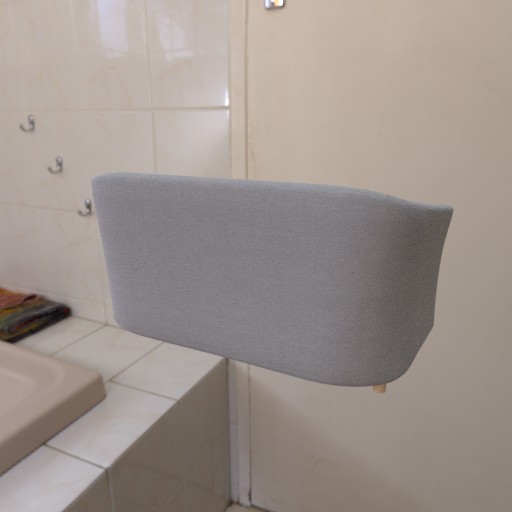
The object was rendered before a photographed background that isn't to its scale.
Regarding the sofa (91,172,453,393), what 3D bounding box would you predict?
[{"bbox_3d":[0.000,0.000,1.881,1.452,0.721,0.705,8,18,26],"label":"sofa"}]
